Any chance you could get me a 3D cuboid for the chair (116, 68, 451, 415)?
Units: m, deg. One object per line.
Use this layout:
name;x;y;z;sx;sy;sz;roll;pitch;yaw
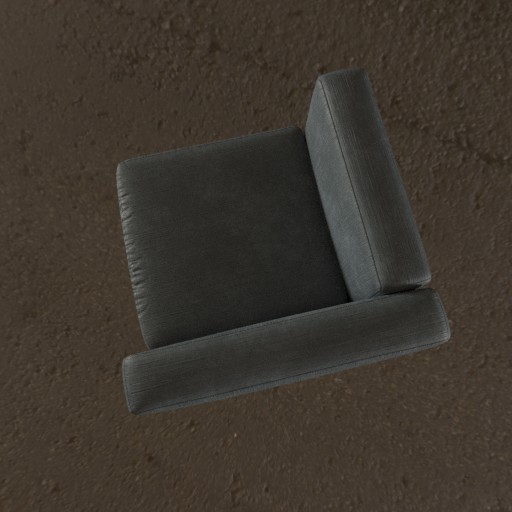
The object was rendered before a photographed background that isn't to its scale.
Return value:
chair;0.000;0.000;1.235;0.680;0.660;0.680;-13;77;-3
